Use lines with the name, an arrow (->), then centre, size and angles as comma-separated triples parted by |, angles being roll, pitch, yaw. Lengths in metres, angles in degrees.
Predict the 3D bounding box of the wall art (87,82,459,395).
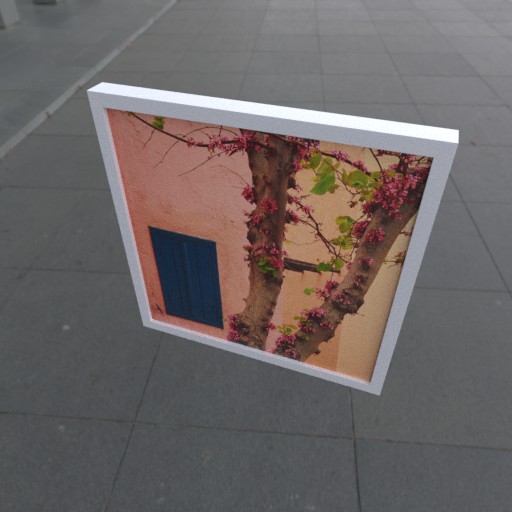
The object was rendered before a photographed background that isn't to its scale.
wall art -> 0.000, 0.000, 0.750 | 0.507, 0.508, 0.038 | 13, 41, 15
